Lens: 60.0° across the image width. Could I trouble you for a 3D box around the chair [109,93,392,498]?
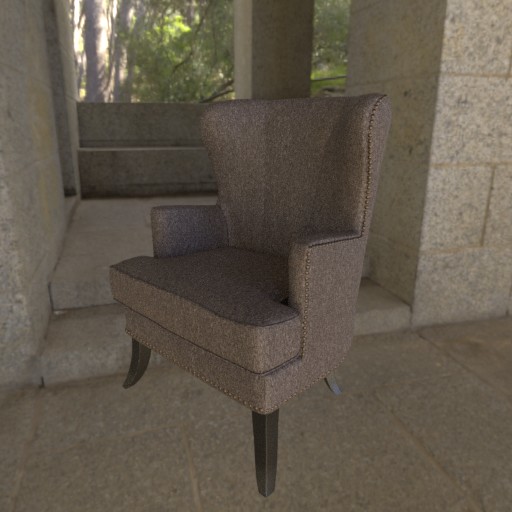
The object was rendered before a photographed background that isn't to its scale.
[{"bbox_3d":[0.000,0.000,1.540,0.759,1.060,0.758,16,23,42],"label":"chair"}]
